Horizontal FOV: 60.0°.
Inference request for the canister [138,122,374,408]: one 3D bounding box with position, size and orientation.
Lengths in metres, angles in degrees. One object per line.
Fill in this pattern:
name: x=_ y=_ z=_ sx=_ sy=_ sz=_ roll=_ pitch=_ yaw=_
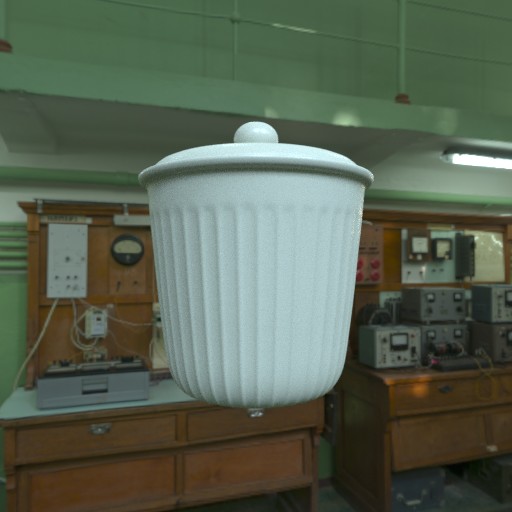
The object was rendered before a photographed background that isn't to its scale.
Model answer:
canister: x=0.000 y=0.000 z=0.351 sx=0.181 sy=0.211 sz=0.181 roll=0 pitch=-1 yaw=0
